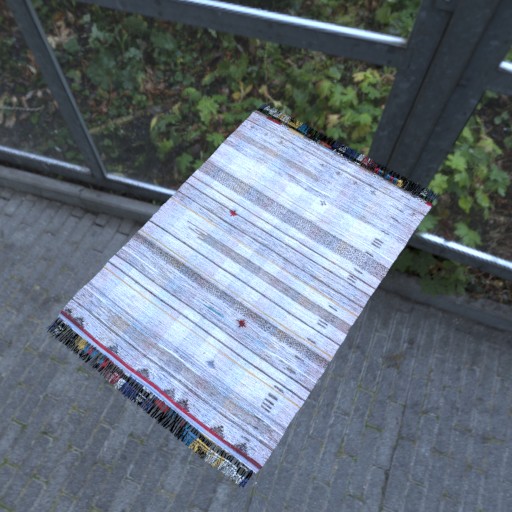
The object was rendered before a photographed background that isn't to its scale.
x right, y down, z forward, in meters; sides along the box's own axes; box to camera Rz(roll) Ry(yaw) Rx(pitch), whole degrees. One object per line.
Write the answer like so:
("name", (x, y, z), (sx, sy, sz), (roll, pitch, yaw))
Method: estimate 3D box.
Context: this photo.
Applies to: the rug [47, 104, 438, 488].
("rug", (0.000, 0.000, 2.308), (1.217, 0.012, 1.848), (33, 67, 15))
